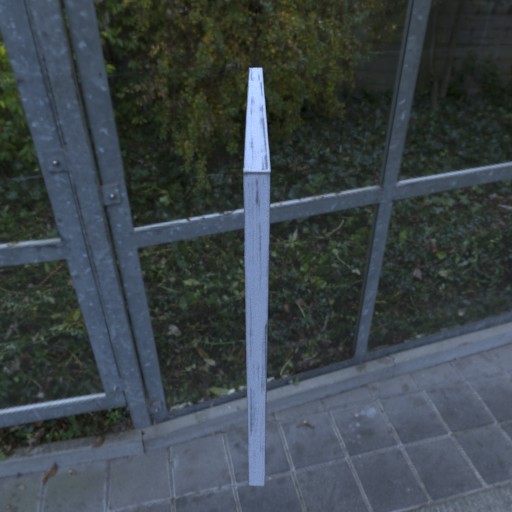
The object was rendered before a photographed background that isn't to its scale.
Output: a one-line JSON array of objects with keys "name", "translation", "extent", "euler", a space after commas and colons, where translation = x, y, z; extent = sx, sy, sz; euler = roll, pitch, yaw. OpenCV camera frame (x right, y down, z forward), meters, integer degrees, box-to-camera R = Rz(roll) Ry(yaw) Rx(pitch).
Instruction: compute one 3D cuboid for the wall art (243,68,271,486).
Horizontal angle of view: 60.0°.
[{"name": "wall art", "translation": [0.000, 0.000, 1.125], "extent": [0.037, 0.761, 0.761], "euler": [0, 33, 0]}]
